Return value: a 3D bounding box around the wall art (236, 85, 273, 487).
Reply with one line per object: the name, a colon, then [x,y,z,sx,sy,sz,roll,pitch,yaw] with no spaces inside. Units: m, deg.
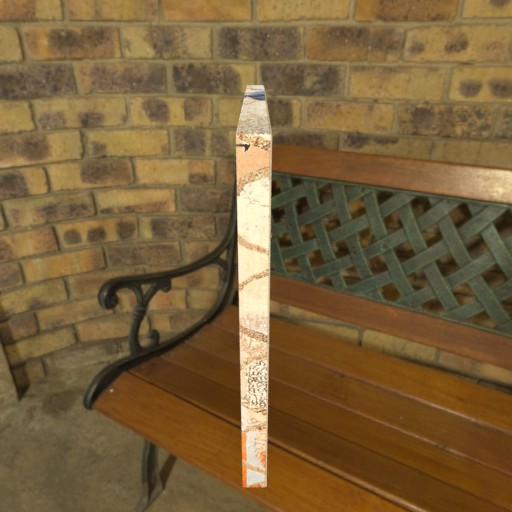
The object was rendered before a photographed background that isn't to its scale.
wall art: [0.000,0.000,0.762,0.038,0.508,0.507,0,26,0]
